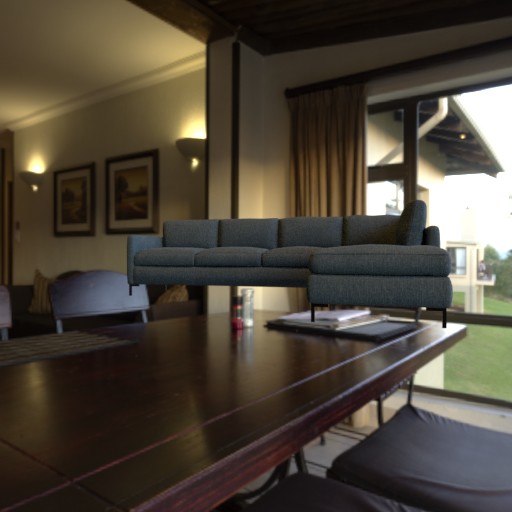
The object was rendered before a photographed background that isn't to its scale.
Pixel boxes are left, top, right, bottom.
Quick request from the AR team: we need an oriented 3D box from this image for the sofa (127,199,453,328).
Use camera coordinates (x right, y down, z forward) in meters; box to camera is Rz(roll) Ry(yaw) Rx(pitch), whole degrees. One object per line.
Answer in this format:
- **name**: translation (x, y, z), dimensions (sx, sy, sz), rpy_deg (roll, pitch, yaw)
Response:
- **sofa**: translation (0.000, 0.000, 3.860), dimensions (2.949, 0.815, 2.007), rpy_deg (0, 0, 18)
